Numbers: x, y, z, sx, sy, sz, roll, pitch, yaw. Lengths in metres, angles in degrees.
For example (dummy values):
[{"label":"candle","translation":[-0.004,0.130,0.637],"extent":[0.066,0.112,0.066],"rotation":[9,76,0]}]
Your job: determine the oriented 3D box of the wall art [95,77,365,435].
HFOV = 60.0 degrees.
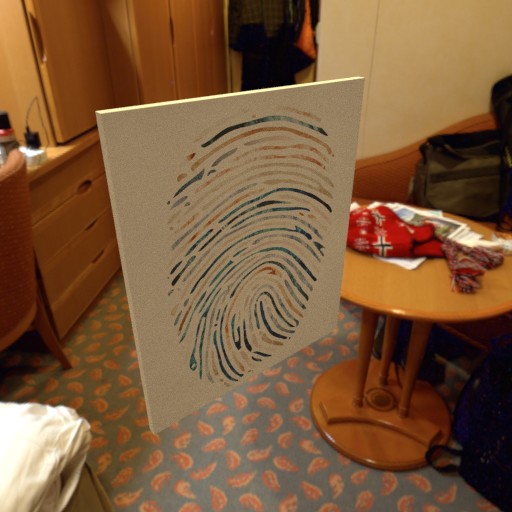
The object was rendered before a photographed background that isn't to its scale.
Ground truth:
[{"label":"wall art","translation":[0.000,0.000,1.006],"extent":[0.609,0.710,0.021],"rotation":[-21,36,-33]}]
